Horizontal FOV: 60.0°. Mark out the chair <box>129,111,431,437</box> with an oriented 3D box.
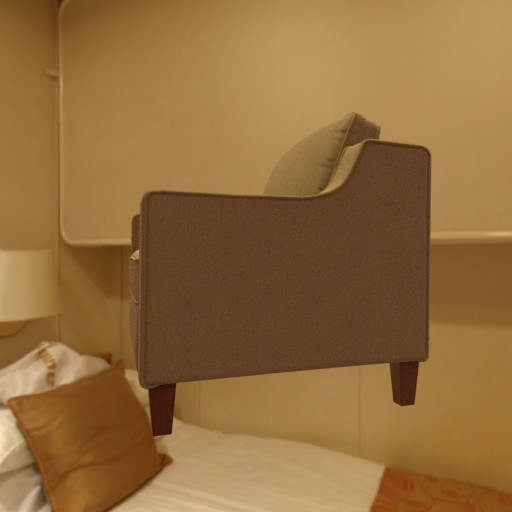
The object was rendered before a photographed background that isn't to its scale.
[{"bbox_3d":[0.000,0.000,1.661,0.909,0.960,0.831,0,1,-18],"label":"chair"}]
